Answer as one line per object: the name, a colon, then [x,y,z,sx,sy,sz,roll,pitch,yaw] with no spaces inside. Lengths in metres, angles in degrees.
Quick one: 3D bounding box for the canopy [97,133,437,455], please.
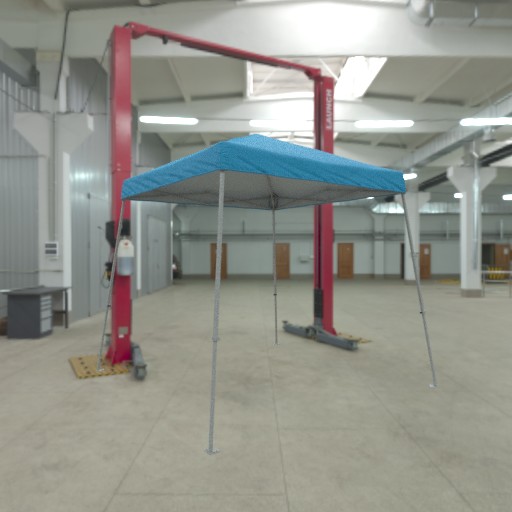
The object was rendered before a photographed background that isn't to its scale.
canopy: [0.000,0.000,5.172,2.849,2.850,2.850,0,0,-35]
